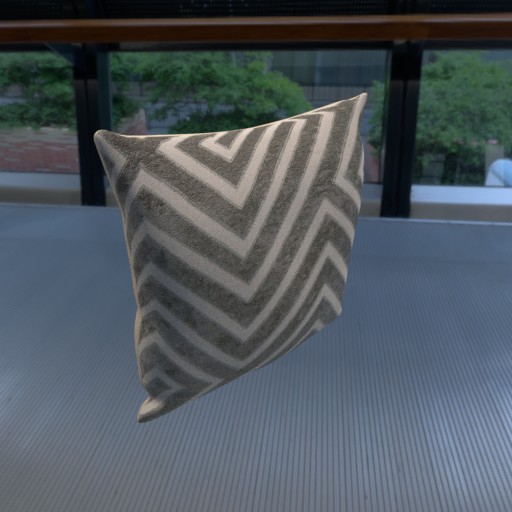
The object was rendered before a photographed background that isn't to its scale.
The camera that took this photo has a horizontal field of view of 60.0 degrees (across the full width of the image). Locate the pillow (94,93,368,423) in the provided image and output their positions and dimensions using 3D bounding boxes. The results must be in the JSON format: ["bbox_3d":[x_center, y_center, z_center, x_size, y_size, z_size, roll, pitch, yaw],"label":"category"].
[{"bbox_3d":[0.000,0.000,0.674,0.440,0.441,0.182,-21,36,-32],"label":"pillow"}]
